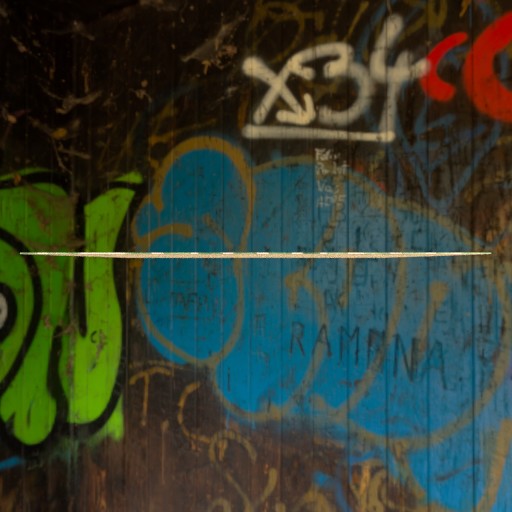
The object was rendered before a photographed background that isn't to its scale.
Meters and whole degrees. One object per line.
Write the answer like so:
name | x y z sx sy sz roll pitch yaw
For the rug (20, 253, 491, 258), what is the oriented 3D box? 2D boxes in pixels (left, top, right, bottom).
rug | 0.000 0.000 4.078 3.045 0.007 2.436 0 -1 0
